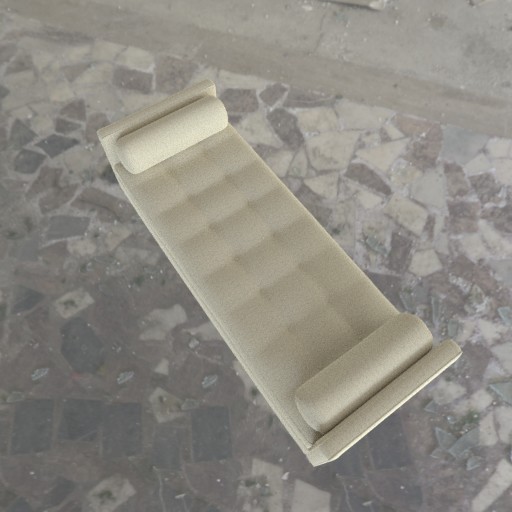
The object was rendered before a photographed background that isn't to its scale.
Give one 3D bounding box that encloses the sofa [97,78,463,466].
[{"bbox_3d":[0.000,0.000,2.368,0.746,0.641,1.985,-32,67,-15],"label":"sofa"}]
